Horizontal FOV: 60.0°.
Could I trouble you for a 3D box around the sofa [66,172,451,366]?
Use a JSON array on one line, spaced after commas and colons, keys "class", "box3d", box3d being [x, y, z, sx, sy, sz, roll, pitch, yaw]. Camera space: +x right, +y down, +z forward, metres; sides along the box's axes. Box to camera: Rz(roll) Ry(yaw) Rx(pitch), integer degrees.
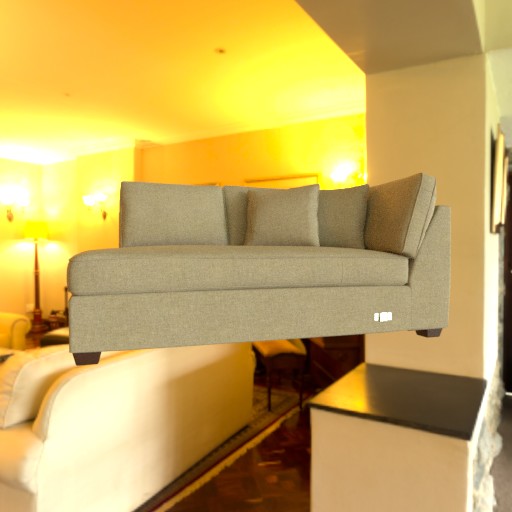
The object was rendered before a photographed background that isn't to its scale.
[{"class": "sofa", "box3d": [0.000, 0.000, 2.896, 2.238, 1.019, 1.110, 0, 1, -18]}]
